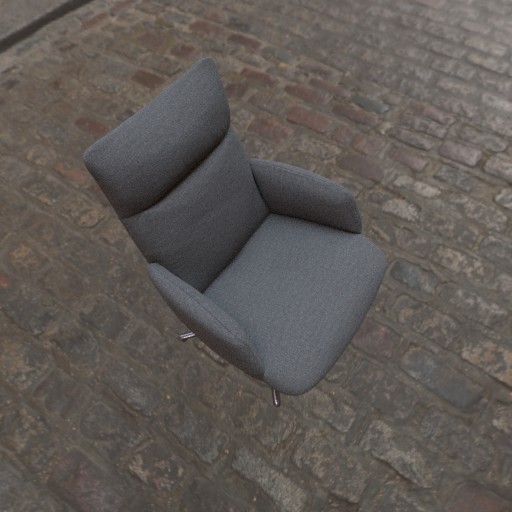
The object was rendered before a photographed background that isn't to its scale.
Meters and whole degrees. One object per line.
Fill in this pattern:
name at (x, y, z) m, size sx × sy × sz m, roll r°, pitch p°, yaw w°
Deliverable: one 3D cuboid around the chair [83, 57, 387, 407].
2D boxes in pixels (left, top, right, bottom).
chair at (0.000, 0.000, 1.540) m, size 0.831 × 0.984 × 0.702 m, roll 30°, pitch 62°, yaw 18°
